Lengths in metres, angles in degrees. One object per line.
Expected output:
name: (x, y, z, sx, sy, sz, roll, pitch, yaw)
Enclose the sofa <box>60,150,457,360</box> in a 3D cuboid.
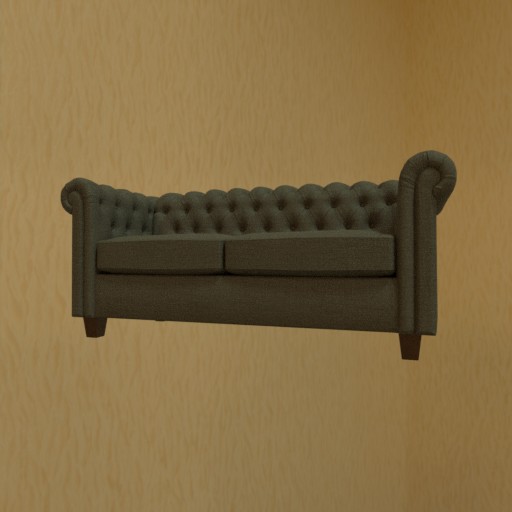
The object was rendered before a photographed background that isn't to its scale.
sofa: (0.000, 0.000, 2.236, 1.798, 0.797, 0.783, 0, -1, 19)
